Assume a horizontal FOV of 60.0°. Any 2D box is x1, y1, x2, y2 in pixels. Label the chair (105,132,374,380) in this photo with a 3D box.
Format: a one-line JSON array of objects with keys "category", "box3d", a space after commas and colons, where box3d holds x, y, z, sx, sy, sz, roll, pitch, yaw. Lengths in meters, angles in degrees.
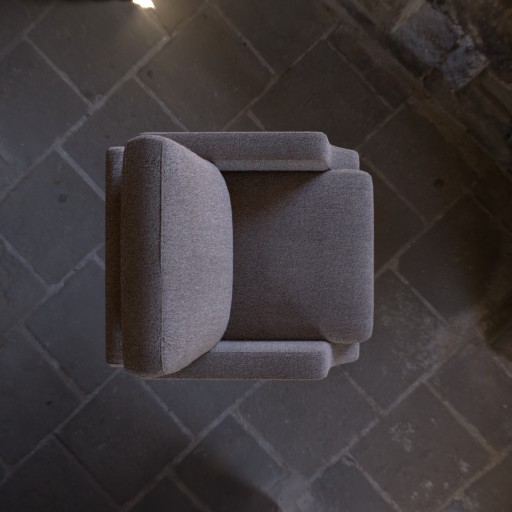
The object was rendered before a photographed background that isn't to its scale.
[{"category": "chair", "box3d": [0.000, 0.000, 1.646, 0.897, 0.993, 0.855, 0, 90, 1]}]
